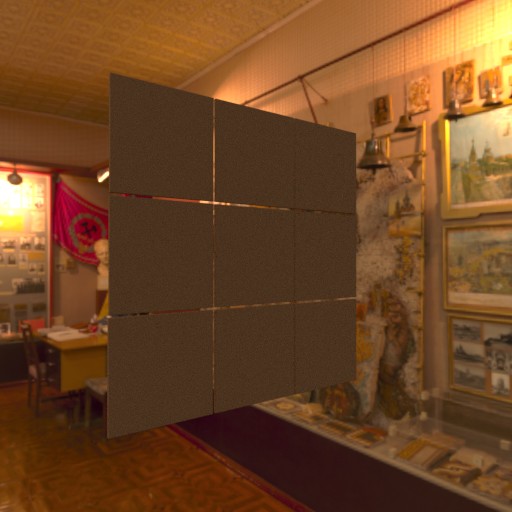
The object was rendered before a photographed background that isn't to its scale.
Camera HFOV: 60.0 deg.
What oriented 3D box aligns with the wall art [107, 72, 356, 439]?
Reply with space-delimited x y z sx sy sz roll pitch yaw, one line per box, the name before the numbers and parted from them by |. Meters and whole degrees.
wall art | 0.000 0.000 1.831 1.216 1.216 0.013 0 0 -36
